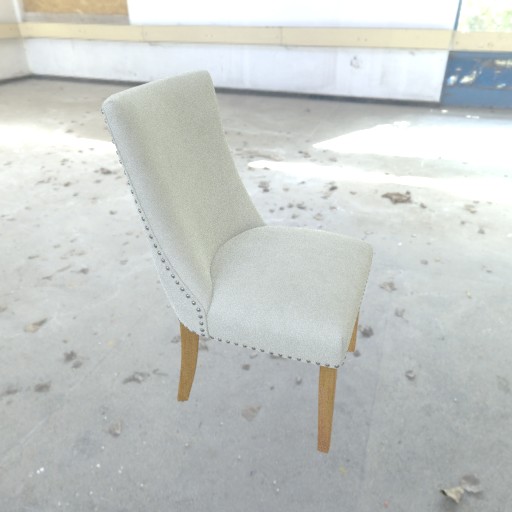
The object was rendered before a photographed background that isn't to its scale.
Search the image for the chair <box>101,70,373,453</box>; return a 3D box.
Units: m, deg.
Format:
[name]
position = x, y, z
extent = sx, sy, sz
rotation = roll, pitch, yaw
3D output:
[chair]
position = 0.000, 0.000, 1.251
extent = 0.610, 0.902, 0.495
rotation = 11, 32, 17
